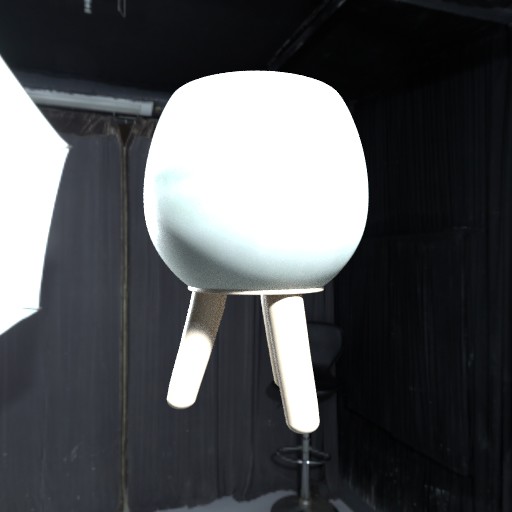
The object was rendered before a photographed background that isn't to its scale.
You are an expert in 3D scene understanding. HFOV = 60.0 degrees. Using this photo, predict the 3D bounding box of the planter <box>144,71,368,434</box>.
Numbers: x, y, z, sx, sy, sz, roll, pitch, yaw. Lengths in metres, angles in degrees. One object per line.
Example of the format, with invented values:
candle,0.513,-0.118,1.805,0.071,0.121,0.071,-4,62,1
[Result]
planter,0.000,0.000,0.329,0.161,0.224,0.161,0,0,0
